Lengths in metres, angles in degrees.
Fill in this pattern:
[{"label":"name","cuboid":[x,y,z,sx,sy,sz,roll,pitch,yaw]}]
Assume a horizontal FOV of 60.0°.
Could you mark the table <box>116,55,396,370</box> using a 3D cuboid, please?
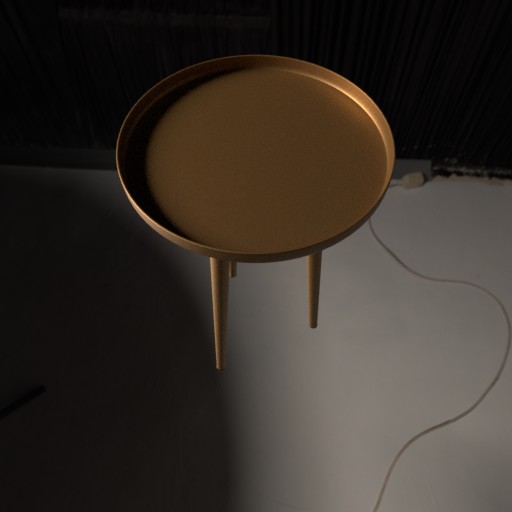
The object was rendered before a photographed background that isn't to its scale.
[{"label":"table","cuboid":[0.000,0.000,0.683,0.299,0.480,0.299,2,58,1]}]
